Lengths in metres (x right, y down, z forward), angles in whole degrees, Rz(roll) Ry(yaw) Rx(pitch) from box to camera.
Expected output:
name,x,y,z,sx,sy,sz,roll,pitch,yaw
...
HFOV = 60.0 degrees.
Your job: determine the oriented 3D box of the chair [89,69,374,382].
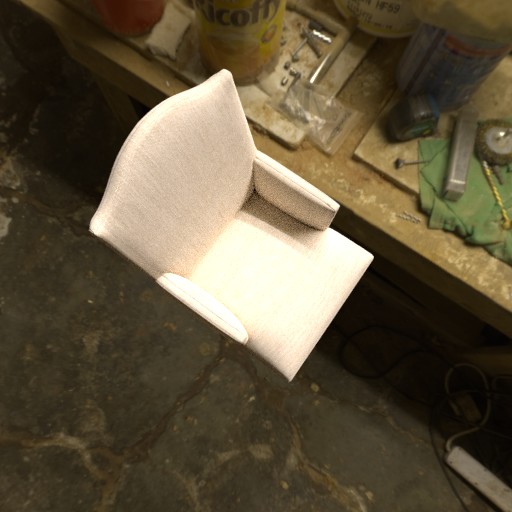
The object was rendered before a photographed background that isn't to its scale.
name,x,y,z,sx,sy,sz,roll,pitch,yaw
chair,0.000,0.000,1.415,0.641,1.016,0.533,35,79,8
